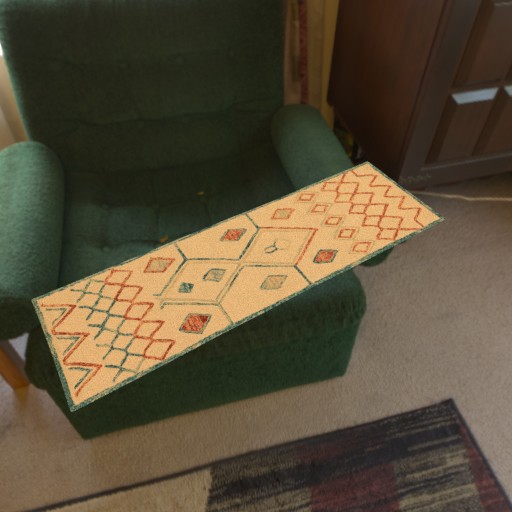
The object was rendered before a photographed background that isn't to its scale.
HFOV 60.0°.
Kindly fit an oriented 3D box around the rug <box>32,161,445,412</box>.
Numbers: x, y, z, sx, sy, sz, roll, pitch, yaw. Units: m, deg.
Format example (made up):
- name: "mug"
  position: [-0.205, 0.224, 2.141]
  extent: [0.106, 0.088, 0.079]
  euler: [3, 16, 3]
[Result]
- name: "rug"
  position: [0.000, 0.000, 2.653]
  extent: [2.435, 0.011, 0.750]
  euler: [-25, 52, -21]
